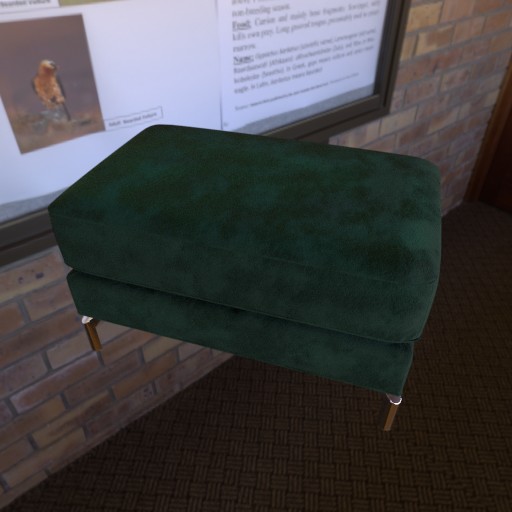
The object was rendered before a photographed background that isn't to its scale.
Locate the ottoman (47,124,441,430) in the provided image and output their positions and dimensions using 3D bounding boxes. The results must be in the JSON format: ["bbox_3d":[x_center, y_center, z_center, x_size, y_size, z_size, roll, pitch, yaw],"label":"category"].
[{"bbox_3d":[0.000,0.000,1.239,0.886,0.533,0.536,11,40,14],"label":"ottoman"}]
